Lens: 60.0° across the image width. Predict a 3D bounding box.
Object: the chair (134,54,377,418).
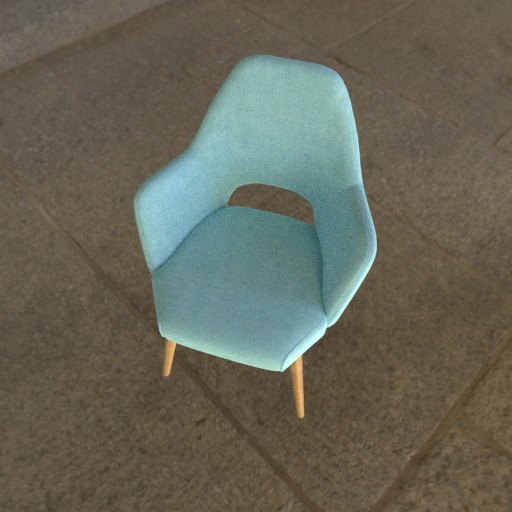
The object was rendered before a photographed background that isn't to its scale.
[{"bbox_3d":[0.000,0.000,1.236,0.590,0.840,0.610,14,58,9],"label":"chair"}]
